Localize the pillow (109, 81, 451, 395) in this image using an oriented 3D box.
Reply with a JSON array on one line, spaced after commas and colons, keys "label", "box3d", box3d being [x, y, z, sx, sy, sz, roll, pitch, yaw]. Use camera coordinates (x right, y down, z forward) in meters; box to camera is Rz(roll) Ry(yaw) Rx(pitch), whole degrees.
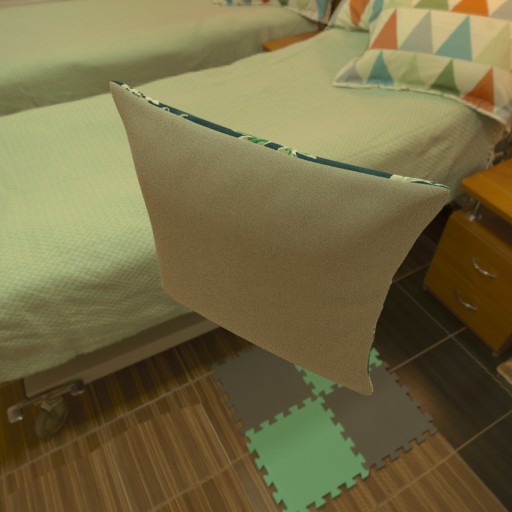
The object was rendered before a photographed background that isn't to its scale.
[{"label": "pillow", "box3d": [0.000, 0.000, 0.776, 0.525, 0.508, 0.166, 24, 50, 21]}]
